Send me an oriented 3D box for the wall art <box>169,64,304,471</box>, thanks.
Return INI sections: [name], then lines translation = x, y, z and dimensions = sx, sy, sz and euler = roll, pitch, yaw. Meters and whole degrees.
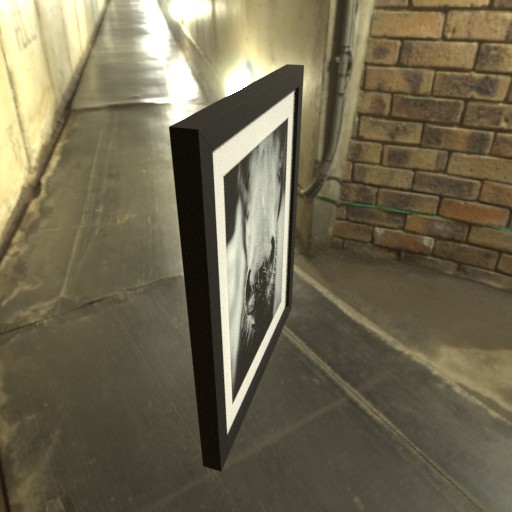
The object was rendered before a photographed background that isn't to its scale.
[wall art]
translation = 0.000, 0.000, 0.772
dimensions = 0.033, 0.559, 0.457
euler = 10, 32, 16
